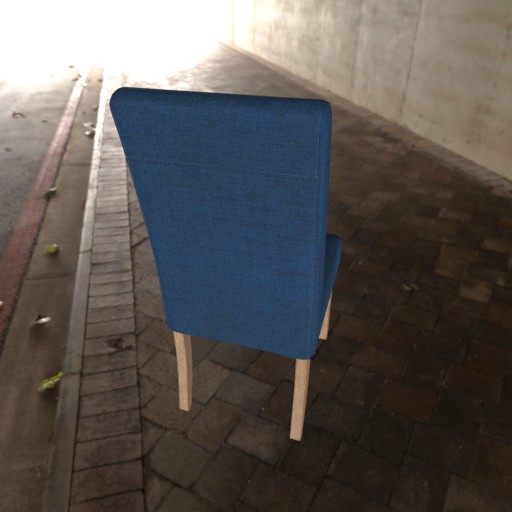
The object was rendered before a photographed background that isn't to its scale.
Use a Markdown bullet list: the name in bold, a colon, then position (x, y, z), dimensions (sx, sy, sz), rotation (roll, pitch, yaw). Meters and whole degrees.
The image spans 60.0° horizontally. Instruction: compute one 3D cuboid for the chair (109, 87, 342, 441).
- **chair**: position (0.000, 0.000, 1.321), dimensions (0.450, 1.029, 0.610), rotation (9, 33, 15)
